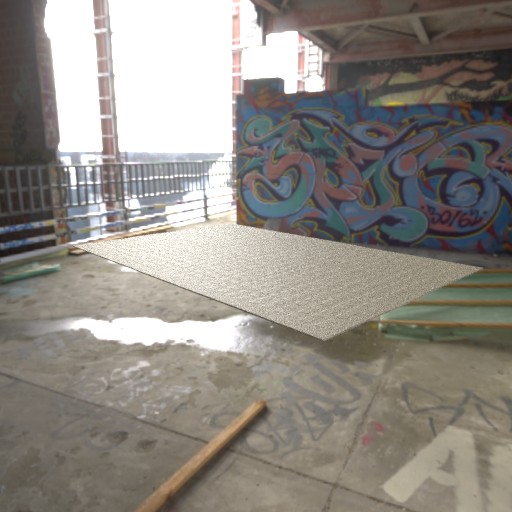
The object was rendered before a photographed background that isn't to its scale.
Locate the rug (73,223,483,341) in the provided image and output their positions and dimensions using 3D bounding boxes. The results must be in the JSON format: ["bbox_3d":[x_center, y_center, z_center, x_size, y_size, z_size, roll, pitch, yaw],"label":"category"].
[{"bbox_3d":[0.000,0.000,2.215,1.143,0.006,1.747,-12,18,-42],"label":"rug"}]
